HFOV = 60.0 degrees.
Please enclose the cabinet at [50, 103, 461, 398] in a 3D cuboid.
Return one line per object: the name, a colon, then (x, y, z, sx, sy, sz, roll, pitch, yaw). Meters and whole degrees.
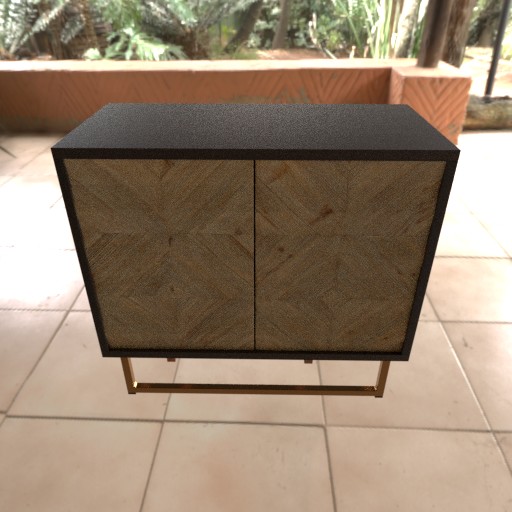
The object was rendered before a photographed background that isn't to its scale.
cabinet: (0.000, 0.000, 1.442, 0.950, 0.860, 0.451, 1, 32, 1)
